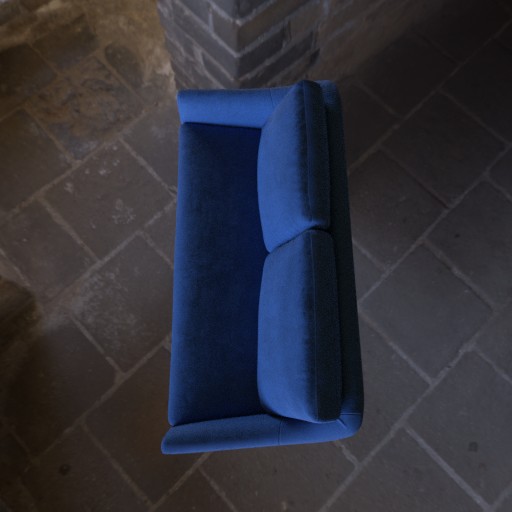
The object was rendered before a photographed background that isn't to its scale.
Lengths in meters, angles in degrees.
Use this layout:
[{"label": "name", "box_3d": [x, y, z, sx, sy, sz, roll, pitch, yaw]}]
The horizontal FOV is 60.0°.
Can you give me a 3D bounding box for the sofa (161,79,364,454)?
[{"label": "sofa", "box_3d": [0.000, 0.000, 2.524, 0.960, 0.903, 2.036, -1, 74, 0]}]
